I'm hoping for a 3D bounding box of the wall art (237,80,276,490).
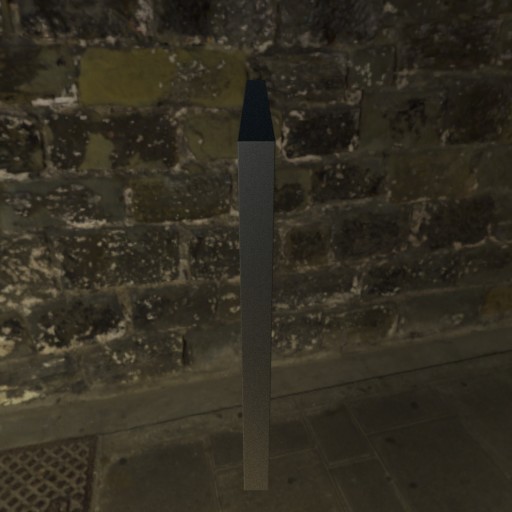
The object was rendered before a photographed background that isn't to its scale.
[{"bbox_3d":[0.000,0.000,0.755,0.036,0.508,0.508,0,28,0],"label":"wall art"}]
